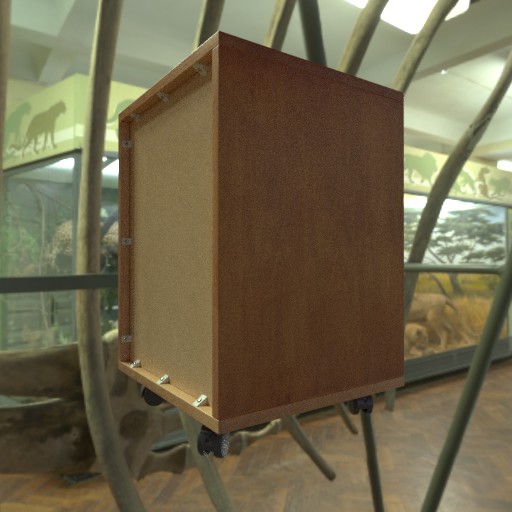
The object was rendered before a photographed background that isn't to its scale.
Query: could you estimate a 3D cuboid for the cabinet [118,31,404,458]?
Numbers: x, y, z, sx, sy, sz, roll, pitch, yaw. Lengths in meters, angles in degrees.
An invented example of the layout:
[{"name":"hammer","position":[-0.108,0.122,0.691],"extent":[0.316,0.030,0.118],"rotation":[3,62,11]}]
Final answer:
[{"name":"cabinet","position":[0.000,0.000,0.851],"extent":[0.401,0.579,0.409],"rotation":[0,0,-35]}]
